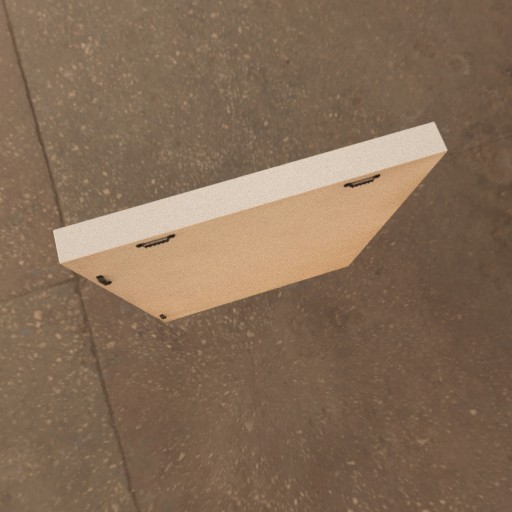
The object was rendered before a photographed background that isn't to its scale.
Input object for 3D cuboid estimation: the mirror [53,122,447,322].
[{"bbox_3d":[0.000,0.000,0.692,0.406,0.509,0.041,-17,76,-4],"label":"mirror"}]
